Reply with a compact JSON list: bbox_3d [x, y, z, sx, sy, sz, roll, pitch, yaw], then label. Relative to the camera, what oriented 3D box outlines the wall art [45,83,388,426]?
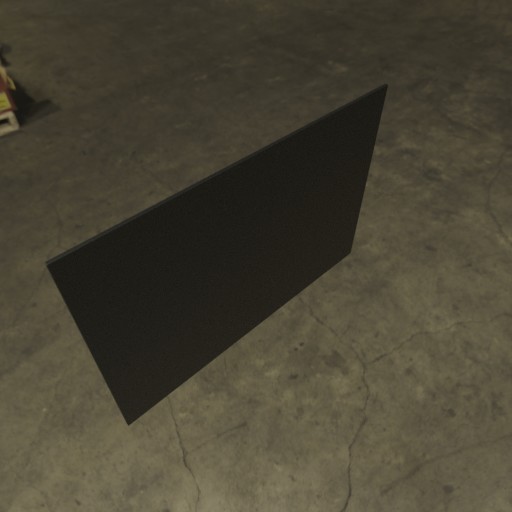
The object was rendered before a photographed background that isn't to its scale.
[{"bbox_3d":[0.000,0.000,1.491,1.192,0.811,0.013,-34,55,-28],"label":"wall art"}]
